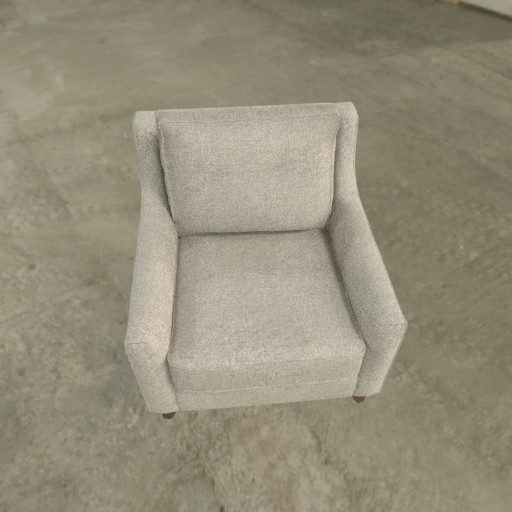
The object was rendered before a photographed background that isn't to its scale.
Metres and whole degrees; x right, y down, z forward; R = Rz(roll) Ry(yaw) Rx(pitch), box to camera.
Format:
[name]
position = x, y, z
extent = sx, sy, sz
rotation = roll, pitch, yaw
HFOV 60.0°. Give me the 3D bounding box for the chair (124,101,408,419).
[chair]
position = 0.000, 0.000, 1.594
extent = 0.838, 0.864, 0.918
rotation = -4, 46, -4
